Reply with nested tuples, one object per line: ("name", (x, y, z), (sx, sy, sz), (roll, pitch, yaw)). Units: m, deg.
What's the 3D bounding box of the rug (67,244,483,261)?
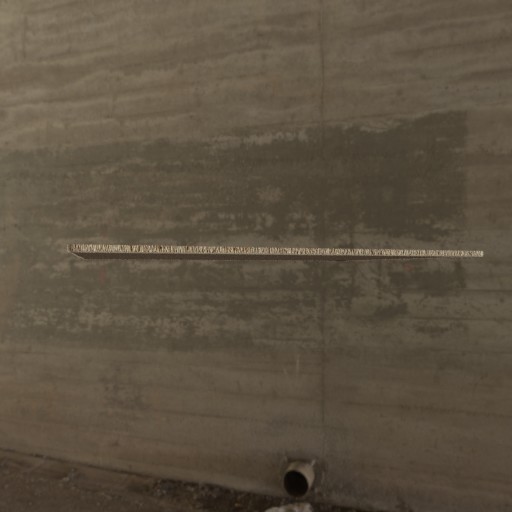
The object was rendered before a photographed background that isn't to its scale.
("rug", (0.000, 0.000, 2.130), (1.600, 0.025, 1.199), (1, -2, -19))
